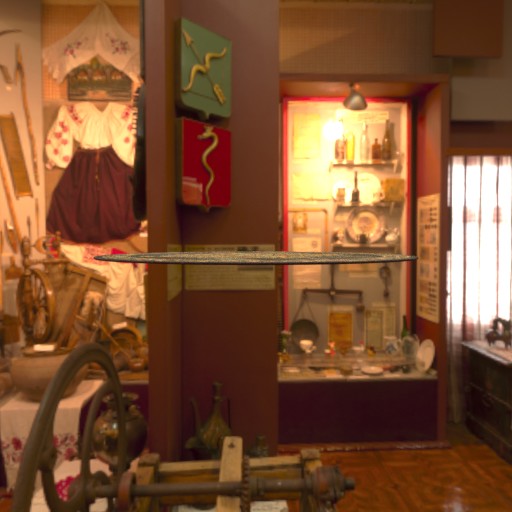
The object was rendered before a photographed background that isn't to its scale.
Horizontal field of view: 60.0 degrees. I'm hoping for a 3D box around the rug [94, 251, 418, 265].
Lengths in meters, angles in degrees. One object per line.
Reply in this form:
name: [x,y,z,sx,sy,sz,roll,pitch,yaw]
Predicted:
rug: [0.000,0.000,2.311,1.591,0.010,1.591,0,2,0]
